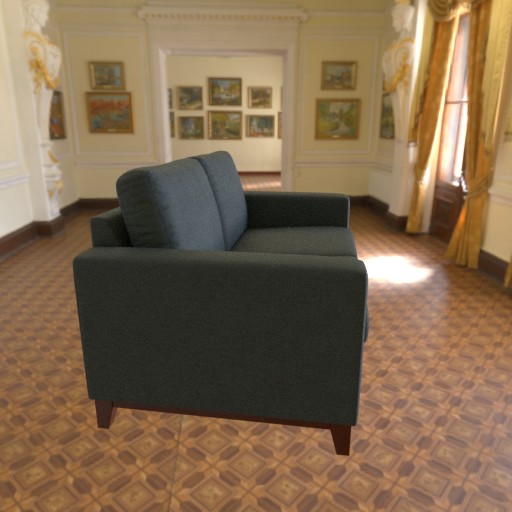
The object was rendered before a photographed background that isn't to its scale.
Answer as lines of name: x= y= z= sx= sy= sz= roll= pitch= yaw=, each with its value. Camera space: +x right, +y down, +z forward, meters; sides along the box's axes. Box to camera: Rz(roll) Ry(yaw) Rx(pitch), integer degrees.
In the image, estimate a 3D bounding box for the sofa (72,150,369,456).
sofa: x=0.000 y=0.000 z=2.070 sx=0.955 sy=0.903 sz=1.489 roll=3 pitch=17 yaw=9
